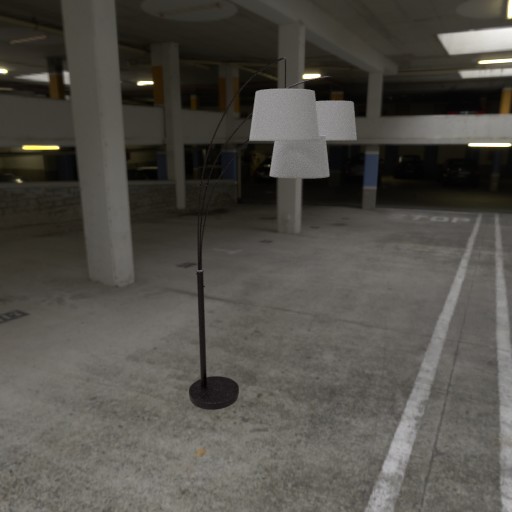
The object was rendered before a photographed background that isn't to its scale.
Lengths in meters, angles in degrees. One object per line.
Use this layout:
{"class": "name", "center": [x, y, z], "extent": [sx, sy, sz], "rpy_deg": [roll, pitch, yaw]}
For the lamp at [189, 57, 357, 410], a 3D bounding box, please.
{"class": "lamp", "center": [0.000, 0.000, 2.522], "extent": [0.924, 1.950, 0.951], "rpy_deg": [8, 17, 27]}
